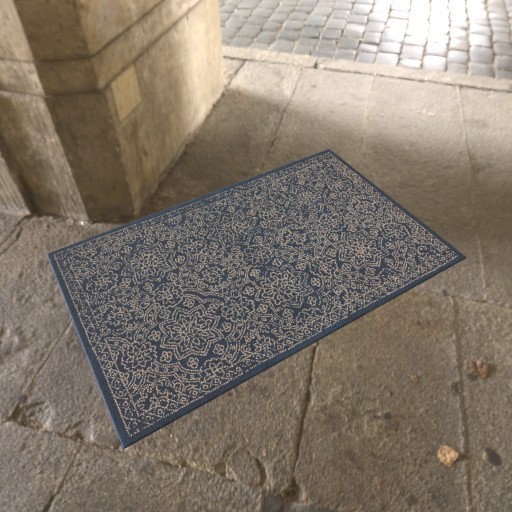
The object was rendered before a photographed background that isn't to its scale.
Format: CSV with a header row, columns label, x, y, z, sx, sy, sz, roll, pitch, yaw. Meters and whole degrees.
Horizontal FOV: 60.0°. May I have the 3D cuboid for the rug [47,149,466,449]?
label,x,y,z,sx,sy,sz,roll,pitch,yaw
rug,0.000,0.000,3.036,2.441,0.015,1.526,-24,52,-21
